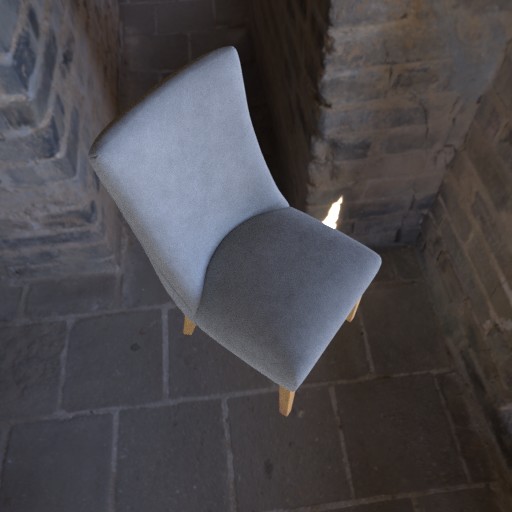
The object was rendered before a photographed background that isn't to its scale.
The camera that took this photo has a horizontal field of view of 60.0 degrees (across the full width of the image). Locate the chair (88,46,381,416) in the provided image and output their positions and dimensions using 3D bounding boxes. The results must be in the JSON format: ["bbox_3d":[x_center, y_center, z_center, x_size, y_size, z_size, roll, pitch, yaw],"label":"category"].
[{"bbox_3d":[0.000,0.000,1.290,0.610,0.902,0.495,32,63,18],"label":"chair"}]
